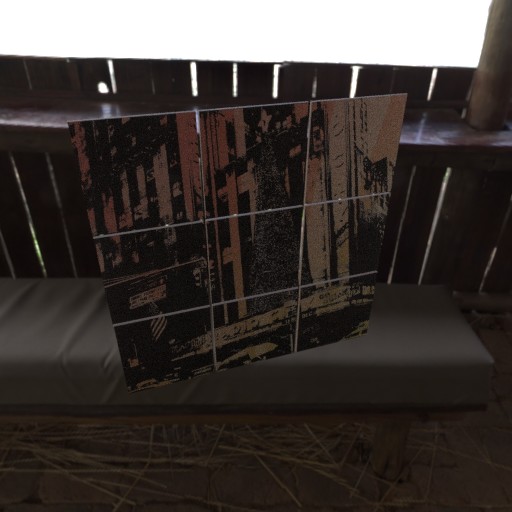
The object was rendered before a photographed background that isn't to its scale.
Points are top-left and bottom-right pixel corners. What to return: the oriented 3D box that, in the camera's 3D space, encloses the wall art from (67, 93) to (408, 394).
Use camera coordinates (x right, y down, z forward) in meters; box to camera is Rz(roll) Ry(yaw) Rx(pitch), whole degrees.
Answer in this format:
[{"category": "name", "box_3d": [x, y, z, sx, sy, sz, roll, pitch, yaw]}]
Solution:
[{"category": "wall art", "box_3d": [0.000, 0.000, 2.310, 1.527, 1.521, 0.017, -10, 33, -16]}]
